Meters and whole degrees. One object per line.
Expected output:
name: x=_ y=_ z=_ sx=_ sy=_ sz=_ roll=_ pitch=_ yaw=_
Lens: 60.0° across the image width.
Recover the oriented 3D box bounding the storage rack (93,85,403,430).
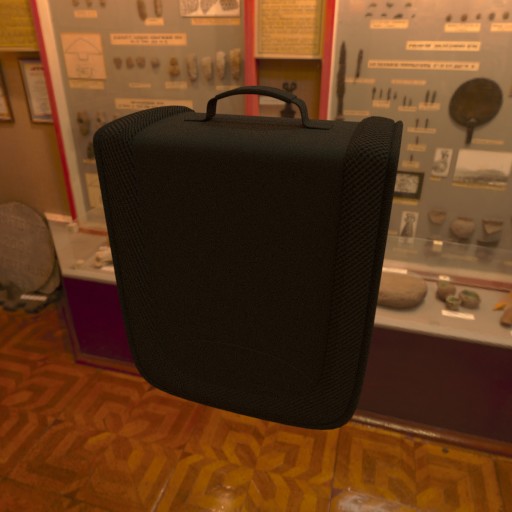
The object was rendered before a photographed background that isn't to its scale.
storage rack: x=0.000 y=0.000 z=0.542 sx=0.297 sy=0.387 sz=0.168 roll=8 pitch=29 yaw=16
